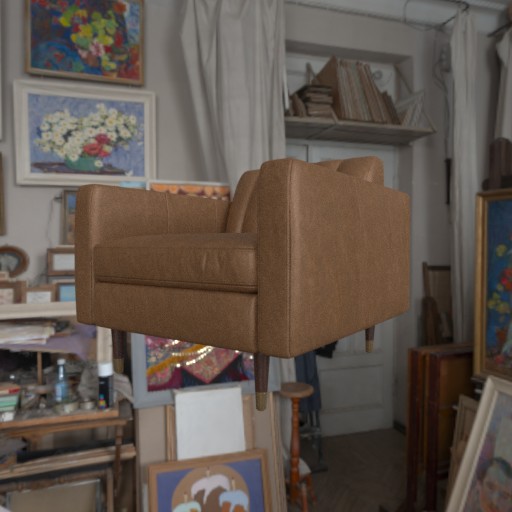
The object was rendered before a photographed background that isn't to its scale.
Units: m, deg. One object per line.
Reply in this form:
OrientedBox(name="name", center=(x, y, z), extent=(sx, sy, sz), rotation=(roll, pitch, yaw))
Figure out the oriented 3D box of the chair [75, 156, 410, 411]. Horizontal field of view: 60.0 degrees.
OrientedBox(name="chair", center=(0.000, 0.000, 1.710), extent=(0.953, 0.819, 0.998), rotation=(1, 2, 35))
